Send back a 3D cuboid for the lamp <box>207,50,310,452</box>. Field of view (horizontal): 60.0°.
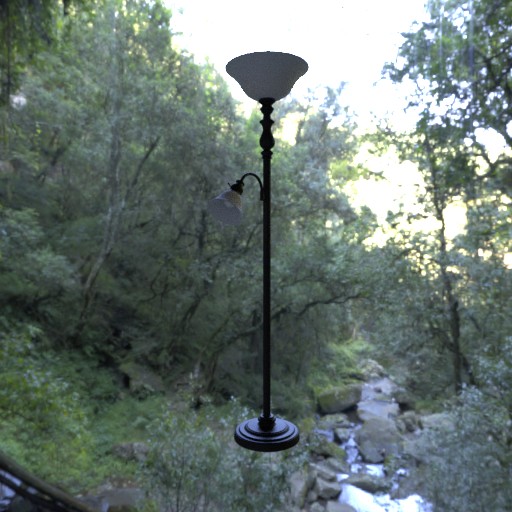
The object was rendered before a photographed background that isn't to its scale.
[{"bbox_3d":[0.000,0.000,2.074,0.405,1.793,0.588,1,2,35],"label":"lamp"}]
